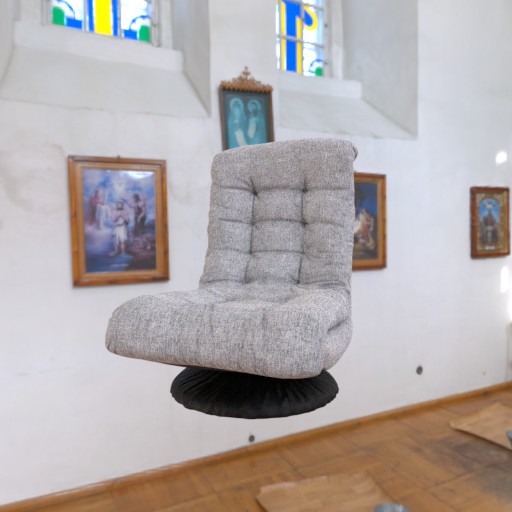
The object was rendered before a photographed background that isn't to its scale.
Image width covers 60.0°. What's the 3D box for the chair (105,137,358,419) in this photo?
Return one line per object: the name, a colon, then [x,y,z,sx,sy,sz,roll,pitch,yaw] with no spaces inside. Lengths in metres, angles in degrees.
chair: [0.000,0.000,0.977,0.400,0.600,0.583,1,2,19]
